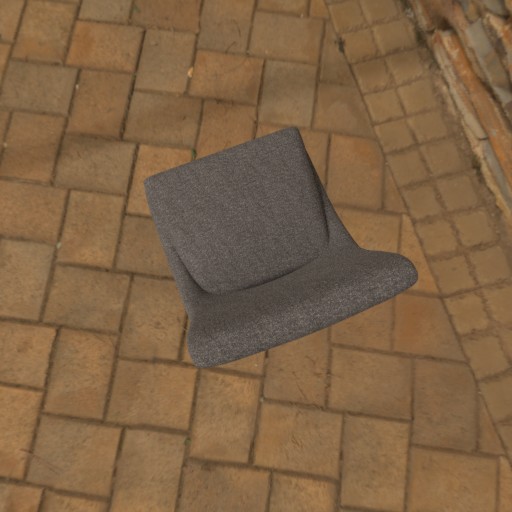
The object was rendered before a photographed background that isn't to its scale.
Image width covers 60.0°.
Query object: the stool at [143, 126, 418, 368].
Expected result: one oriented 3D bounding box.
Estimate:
[{"bbox_3d":[0.000,0.000,1.351,0.489,1.068,0.572,-21,77,-5],"label":"stool"}]
